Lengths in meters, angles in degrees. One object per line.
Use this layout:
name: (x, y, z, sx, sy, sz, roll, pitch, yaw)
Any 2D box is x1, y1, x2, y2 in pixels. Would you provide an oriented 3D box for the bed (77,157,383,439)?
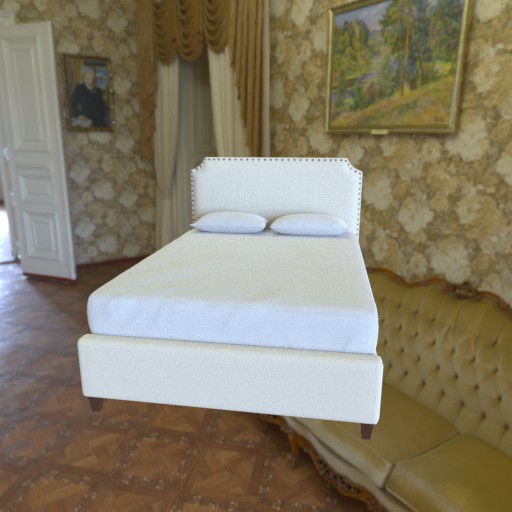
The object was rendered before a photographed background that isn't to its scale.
bed: (0.000, 0.000, 3.438, 1.703, 1.415, 2.329, 2, 15, 9)
